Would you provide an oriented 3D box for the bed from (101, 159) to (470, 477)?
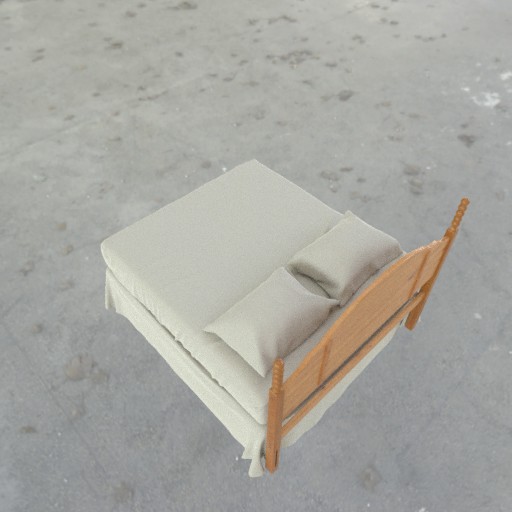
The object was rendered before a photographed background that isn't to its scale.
[{"bbox_3d":[0.000,0.000,3.259,1.873,1.356,2.040,-35,56,-28],"label":"bed"}]
